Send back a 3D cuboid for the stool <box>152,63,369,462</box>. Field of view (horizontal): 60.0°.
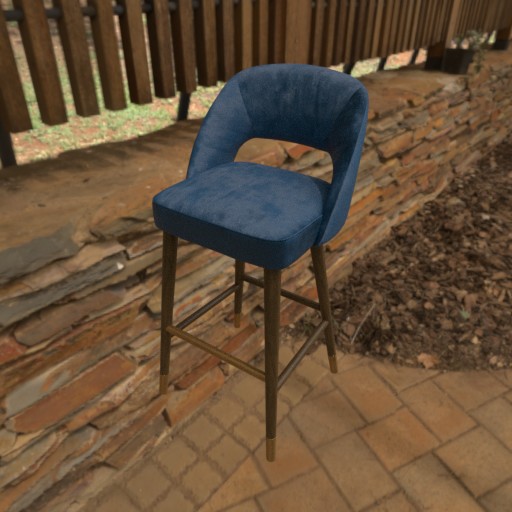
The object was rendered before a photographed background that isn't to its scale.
[{"bbox_3d":[0.000,0.000,1.335,0.514,1.016,0.515,20,37,29],"label":"stool"}]
